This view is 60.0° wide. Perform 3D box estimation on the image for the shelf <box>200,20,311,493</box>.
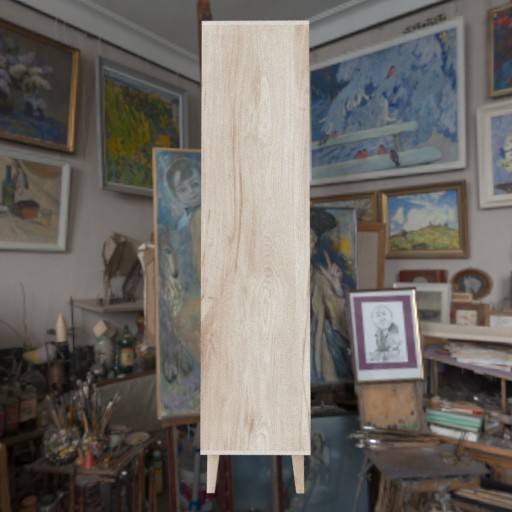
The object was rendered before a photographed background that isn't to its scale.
[{"bbox_3d":[0.000,0.000,2.087,0.450,1.960,0.510,0,-2,1],"label":"shelf"}]
